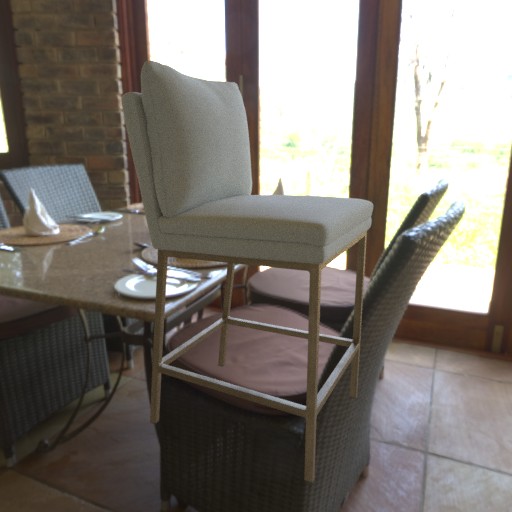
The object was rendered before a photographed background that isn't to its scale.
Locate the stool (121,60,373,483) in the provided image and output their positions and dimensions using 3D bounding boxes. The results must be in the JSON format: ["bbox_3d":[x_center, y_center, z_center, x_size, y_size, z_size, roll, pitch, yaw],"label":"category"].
[{"bbox_3d":[0.000,0.000,1.303,0.572,1.032,0.463,7,16,26],"label":"stool"}]
